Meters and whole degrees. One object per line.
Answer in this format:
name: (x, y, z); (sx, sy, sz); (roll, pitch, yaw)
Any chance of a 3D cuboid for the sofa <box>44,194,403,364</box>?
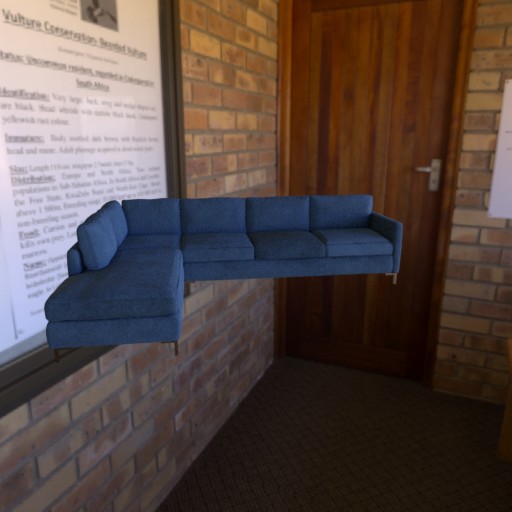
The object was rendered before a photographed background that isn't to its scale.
sofa: (0.000, 0.000, 3.855); (2.949, 0.815, 2.007); (-2, 15, -8)
